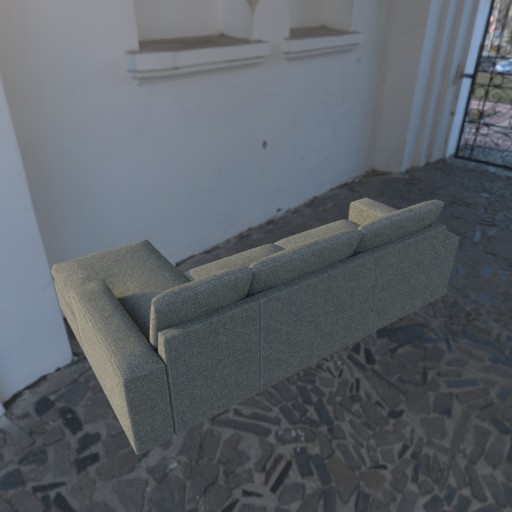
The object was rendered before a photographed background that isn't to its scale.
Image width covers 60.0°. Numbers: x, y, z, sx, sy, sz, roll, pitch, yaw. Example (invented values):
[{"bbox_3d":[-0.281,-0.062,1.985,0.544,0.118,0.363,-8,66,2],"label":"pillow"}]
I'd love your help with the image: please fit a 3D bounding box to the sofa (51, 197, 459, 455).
[{"bbox_3d":[0.000,0.000,3.460,2.718,0.940,1.689,-19,34,-30],"label":"sofa"}]
